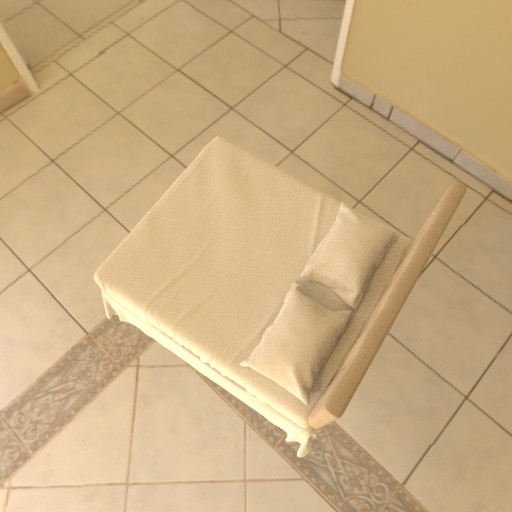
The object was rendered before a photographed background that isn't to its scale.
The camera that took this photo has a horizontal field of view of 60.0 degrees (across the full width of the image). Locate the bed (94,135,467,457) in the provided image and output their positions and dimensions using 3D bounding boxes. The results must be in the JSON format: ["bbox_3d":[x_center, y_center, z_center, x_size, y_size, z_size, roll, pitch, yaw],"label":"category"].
[{"bbox_3d":[0.000,0.000,3.373,2.222,1.577,1.936,31,69,14],"label":"bed"}]
